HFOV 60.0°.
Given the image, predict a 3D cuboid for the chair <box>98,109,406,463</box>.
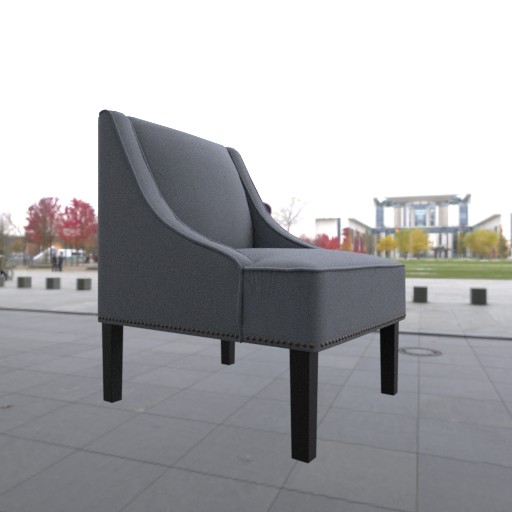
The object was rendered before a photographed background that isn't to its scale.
[{"bbox_3d":[0.000,0.000,1.358,0.747,0.867,0.631,0,0,35],"label":"chair"}]
